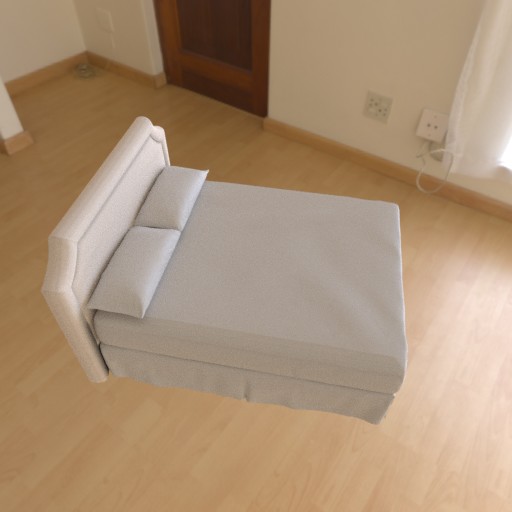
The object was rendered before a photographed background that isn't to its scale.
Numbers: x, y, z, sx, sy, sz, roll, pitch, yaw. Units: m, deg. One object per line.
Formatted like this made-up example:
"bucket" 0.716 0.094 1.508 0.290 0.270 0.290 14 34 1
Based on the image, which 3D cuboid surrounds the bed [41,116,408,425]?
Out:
"bed" 0.000 0.000 3.281 2.164 1.297 1.828 8 47 7
